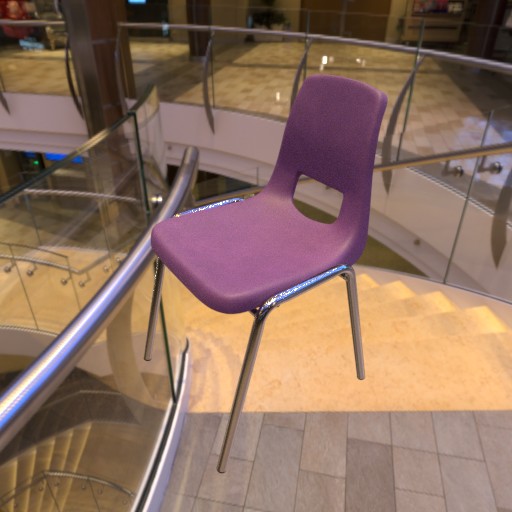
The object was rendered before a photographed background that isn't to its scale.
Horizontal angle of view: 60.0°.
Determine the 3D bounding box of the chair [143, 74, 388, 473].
[{"bbox_3d":[0.000,0.000,0.916,0.432,0.654,0.381,-20,37,-29],"label":"chair"}]
